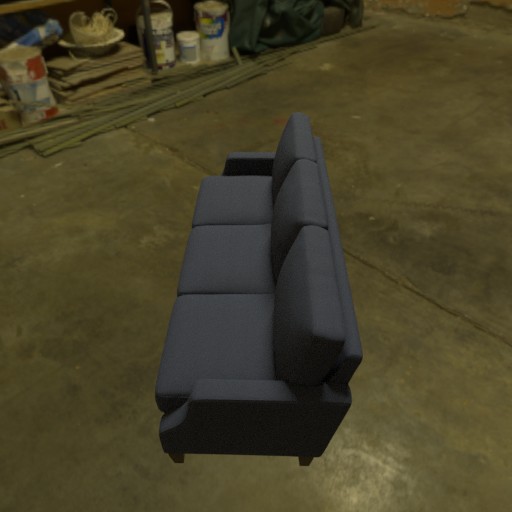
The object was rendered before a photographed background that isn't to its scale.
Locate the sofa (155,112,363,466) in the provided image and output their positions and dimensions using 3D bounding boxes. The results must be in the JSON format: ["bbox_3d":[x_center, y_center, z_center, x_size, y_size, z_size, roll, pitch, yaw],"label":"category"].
[{"bbox_3d":[0.000,0.000,2.653,0.888,0.984,2.115,1,41,1],"label":"sofa"}]
